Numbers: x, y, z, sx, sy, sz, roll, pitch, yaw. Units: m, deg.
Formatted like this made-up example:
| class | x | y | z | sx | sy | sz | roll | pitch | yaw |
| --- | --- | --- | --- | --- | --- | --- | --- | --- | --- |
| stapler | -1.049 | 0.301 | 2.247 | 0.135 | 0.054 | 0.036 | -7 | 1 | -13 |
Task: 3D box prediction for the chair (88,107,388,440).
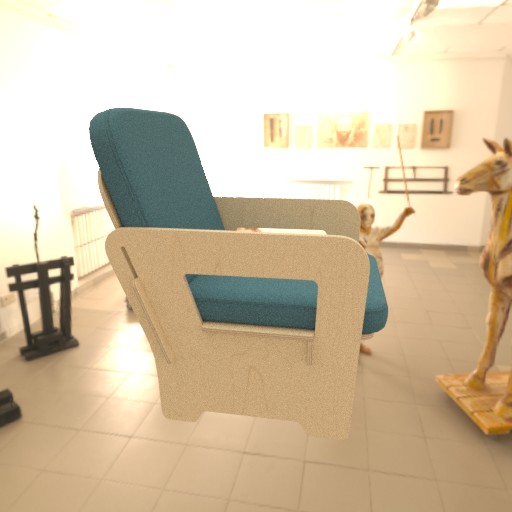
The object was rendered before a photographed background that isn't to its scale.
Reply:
| class | x | y | z | sx | sy | sz | roll | pitch | yaw |
| --- | --- | --- | --- | --- | --- | --- | --- | --- | --- |
| chair | 0.000 | 0.000 | 1.183 | 0.657 | 0.747 | 0.547 | 3 | 16 | 10 |
